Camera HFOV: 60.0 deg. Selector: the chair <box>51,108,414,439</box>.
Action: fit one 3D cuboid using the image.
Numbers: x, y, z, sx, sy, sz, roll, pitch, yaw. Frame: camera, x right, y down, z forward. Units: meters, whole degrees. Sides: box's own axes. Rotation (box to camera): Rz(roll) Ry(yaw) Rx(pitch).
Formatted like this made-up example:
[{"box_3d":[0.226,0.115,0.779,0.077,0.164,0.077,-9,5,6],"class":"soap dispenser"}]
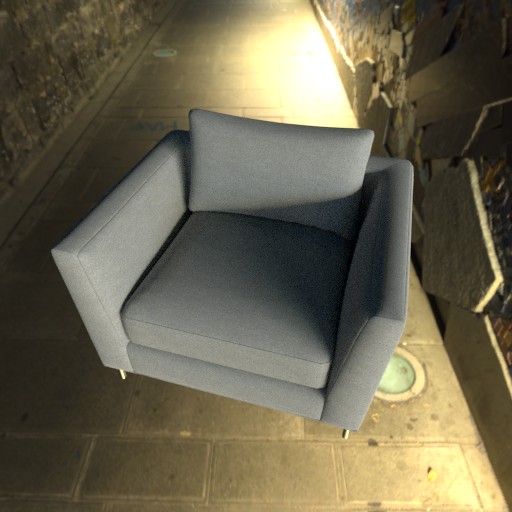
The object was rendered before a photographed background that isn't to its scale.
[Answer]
[{"box_3d":[0.000,0.000,1.684,1.041,0.864,0.889,11,42,12],"class":"chair"}]
